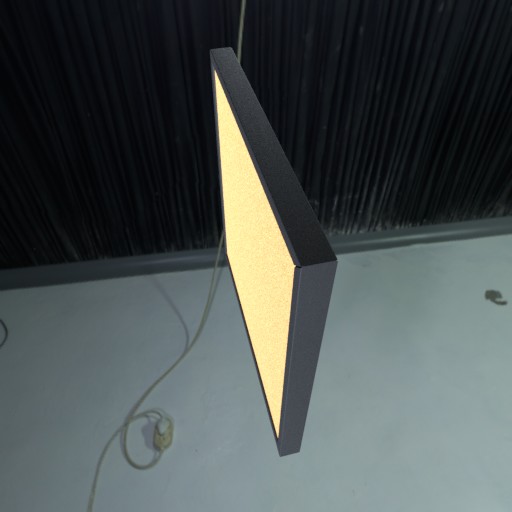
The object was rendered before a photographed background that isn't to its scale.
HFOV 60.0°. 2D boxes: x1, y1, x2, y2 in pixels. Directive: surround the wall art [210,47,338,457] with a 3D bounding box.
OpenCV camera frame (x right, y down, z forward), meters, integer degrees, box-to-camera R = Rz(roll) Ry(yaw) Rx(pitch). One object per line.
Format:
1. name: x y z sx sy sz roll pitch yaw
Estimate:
1. wall art: 0.000 0.000 0.770 0.037 0.508 0.508 -10 48 -9
